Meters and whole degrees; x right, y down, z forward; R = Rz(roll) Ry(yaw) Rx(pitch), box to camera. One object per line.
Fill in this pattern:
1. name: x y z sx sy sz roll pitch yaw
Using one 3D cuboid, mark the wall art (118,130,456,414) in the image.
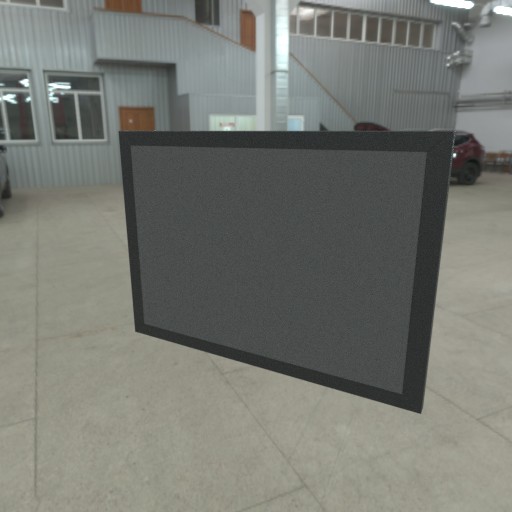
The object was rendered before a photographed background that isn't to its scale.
1. wall art: 0.000 0.000 0.563 0.432 0.306 0.016 9 18 28
